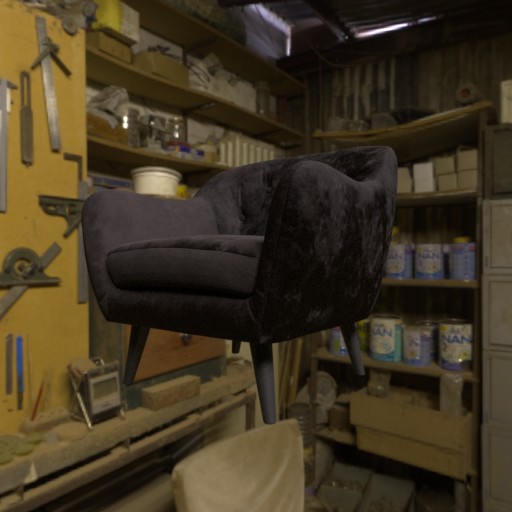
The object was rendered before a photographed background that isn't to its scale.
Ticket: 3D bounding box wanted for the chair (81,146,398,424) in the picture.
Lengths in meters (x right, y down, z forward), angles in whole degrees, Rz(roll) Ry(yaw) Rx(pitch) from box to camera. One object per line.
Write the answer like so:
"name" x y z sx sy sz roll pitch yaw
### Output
"chair" 0.000 0.000 1.492 0.840 0.807 0.819 0 0 37
